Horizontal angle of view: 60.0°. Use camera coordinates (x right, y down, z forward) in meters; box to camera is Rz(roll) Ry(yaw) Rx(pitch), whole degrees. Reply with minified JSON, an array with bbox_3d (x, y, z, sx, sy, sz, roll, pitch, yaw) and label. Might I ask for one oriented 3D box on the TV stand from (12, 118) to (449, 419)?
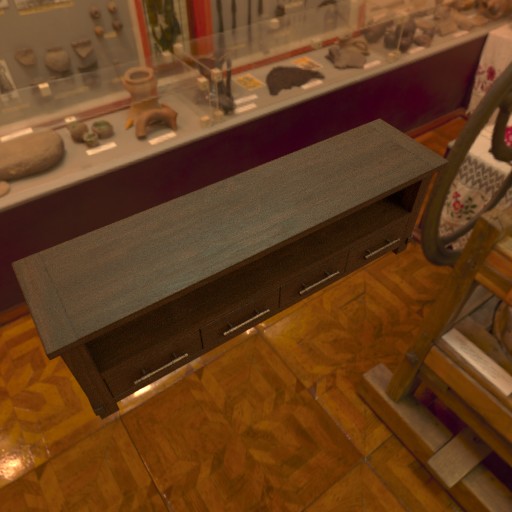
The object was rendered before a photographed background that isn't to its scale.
[{"bbox_3d":[0.000,0.000,2.082,1.866,0.615,0.471,-26,52,-22],"label":"TV stand"}]
